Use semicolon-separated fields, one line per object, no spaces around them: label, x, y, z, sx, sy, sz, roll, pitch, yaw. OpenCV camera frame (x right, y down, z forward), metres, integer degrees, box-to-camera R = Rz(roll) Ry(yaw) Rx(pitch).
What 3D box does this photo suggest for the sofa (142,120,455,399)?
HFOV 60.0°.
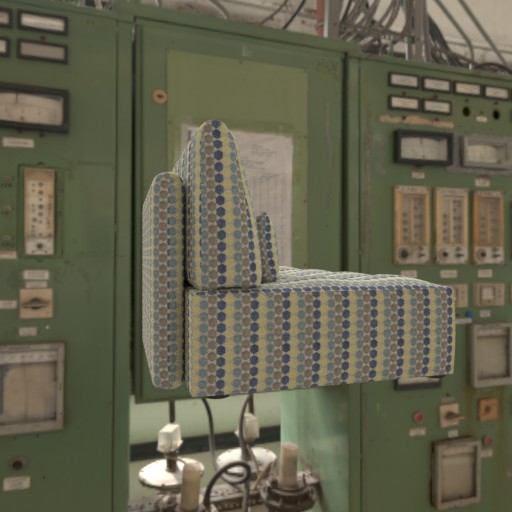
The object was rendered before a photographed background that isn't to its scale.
sofa;0.000;0.000;2.031;1.000;0.820;1.450;0;0;-17
